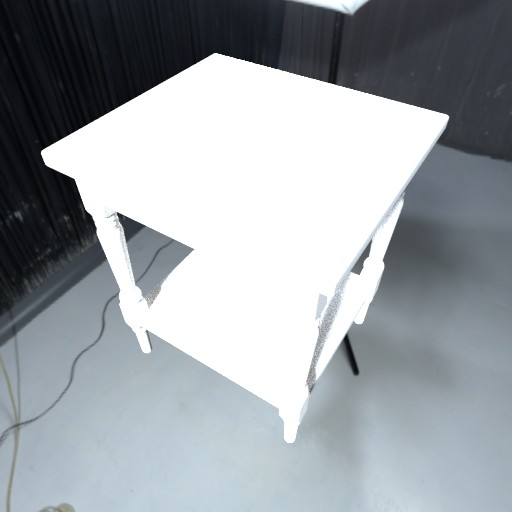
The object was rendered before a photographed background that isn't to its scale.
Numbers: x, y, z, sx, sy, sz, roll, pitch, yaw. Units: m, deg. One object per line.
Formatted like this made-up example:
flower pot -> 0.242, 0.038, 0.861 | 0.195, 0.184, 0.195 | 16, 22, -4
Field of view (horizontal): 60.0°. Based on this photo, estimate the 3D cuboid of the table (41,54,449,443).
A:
table -> 0.000, 0.000, 0.905 | 0.488, 0.565, 0.442 | 25, 51, 22
